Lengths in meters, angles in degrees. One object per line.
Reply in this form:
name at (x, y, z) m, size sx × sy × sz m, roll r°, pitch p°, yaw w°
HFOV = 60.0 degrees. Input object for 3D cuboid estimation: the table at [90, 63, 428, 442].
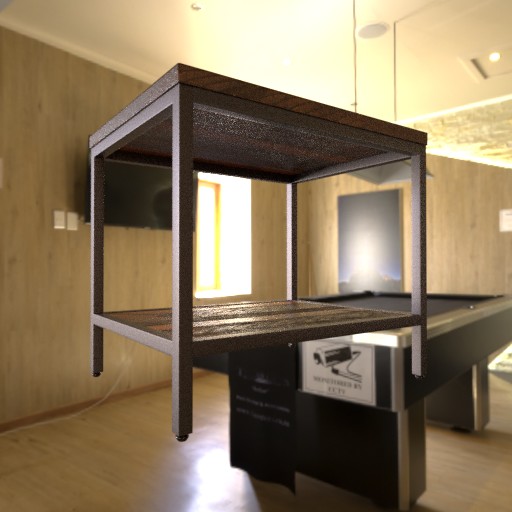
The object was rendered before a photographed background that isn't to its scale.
table at (0.000, 0.000, 1.117) m, size 0.678 × 0.612 × 0.524 m, roll 0°, pitch -1°, yaw -35°
